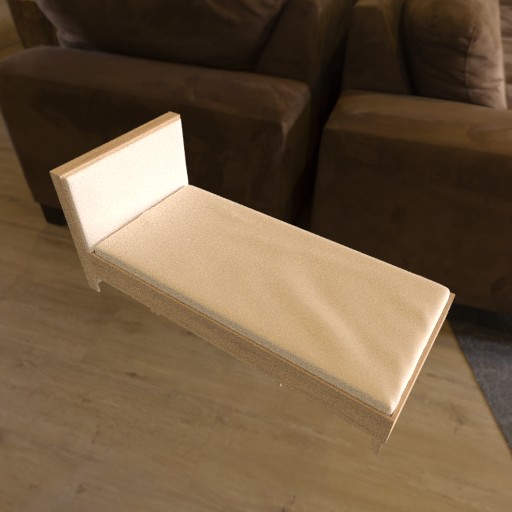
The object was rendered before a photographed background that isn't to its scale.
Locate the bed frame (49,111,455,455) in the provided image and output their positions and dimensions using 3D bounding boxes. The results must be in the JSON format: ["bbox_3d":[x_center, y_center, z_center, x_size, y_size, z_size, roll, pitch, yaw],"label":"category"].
[{"bbox_3d":[0.000,0.000,2.650,2.140,0.920,0.990,24,47,25],"label":"bed frame"}]
